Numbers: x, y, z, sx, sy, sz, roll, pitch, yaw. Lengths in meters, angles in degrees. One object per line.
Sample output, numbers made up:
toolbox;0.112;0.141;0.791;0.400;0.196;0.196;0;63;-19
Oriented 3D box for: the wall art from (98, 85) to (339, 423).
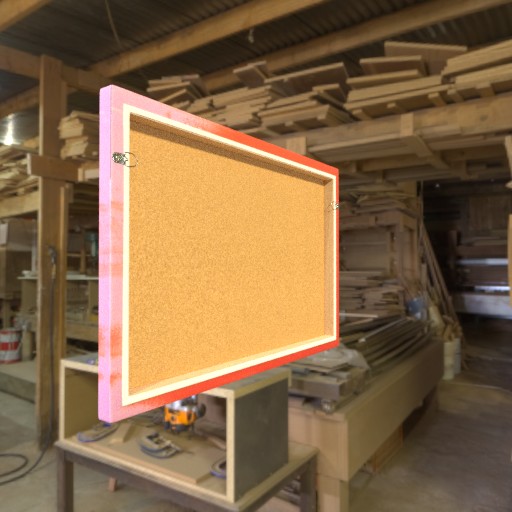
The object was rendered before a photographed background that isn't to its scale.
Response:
wall art;0.000;0.000;1.166;0.040;0.609;0.913;-1;-1;37
